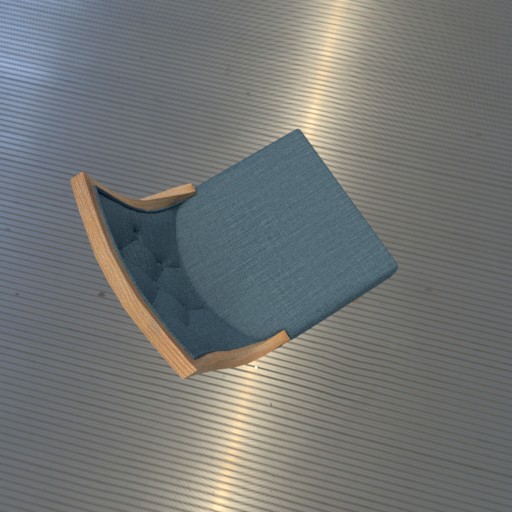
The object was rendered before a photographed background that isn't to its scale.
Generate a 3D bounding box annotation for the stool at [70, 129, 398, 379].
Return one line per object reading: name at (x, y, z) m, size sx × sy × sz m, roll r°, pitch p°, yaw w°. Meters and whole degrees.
stool at (0.000, 0.000, 1.288) m, size 0.626 × 0.938 × 0.524 m, roll -31°, pitch 78°, yaw -7°
